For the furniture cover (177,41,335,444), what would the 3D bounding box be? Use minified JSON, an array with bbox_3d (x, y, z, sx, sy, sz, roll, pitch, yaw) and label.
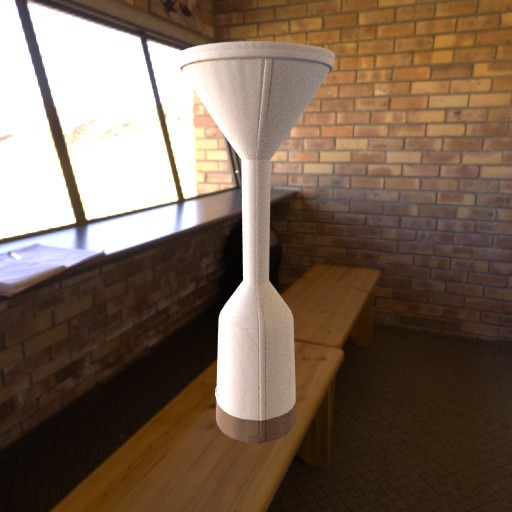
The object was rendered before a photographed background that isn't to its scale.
[{"bbox_3d":[0.000,0.000,2.908,0.914,2.413,0.914,-2,15,-8],"label":"furniture cover"}]
